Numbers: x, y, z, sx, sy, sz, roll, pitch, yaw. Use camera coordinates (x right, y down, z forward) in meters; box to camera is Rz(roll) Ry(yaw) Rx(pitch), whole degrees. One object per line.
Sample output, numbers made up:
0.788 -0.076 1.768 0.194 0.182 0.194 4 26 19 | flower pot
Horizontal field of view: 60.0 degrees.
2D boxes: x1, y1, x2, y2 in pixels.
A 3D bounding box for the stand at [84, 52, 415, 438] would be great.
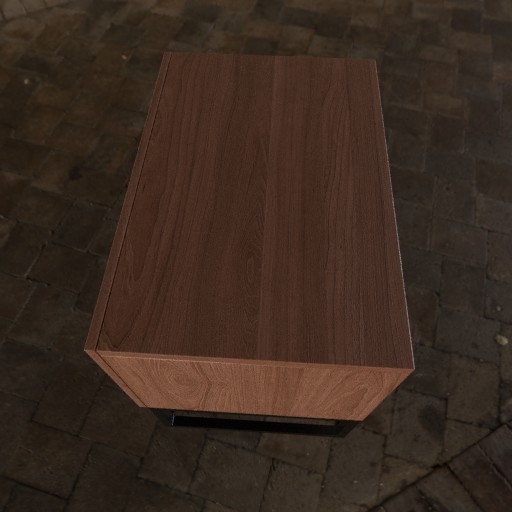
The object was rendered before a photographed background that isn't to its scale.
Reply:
0.000 0.000 0.910 0.420 0.500 0.600 3 59 2 | stand
